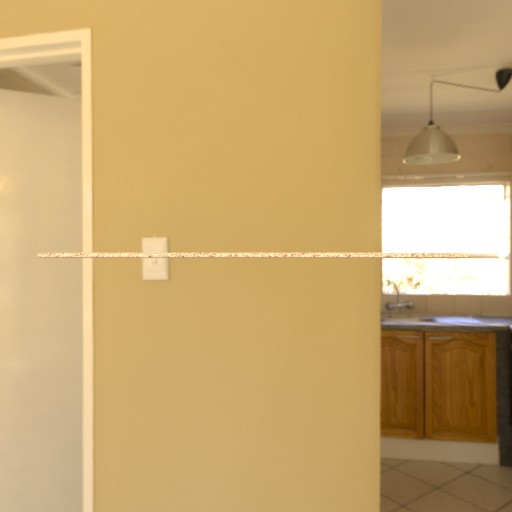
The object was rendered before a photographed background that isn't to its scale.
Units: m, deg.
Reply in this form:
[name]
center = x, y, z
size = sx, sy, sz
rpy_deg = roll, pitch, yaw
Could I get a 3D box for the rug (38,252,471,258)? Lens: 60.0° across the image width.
[rug]
center = 0.000, 0.000, 3.990
size = 2.438, 0.029, 3.047
rpy_deg = 0, 0, 0
